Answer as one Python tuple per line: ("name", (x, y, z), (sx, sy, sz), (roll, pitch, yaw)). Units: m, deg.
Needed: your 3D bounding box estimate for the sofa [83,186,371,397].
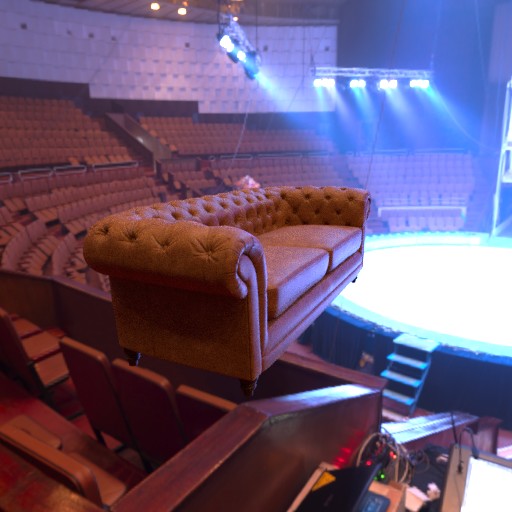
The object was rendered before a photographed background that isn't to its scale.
("sofa", (0.000, 0.000, 2.831), (0.989, 0.760, 2.365), (6, 15, 25))
